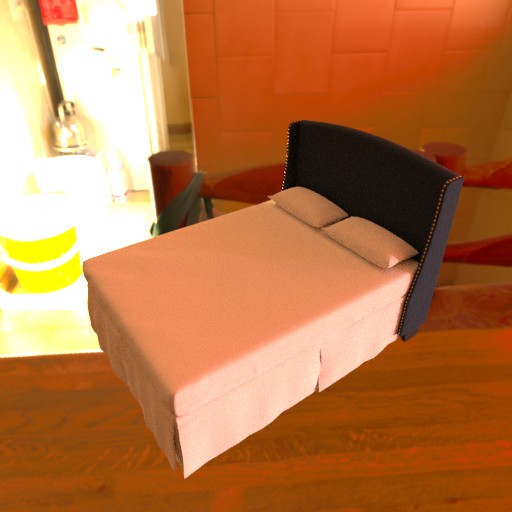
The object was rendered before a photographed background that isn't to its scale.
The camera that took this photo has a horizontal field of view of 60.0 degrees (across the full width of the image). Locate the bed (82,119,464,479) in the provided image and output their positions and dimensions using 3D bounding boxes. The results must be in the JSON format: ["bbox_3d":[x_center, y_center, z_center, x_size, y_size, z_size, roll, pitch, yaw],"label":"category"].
[{"bbox_3d":[0.000,0.000,3.201,2.223,1.402,1.604,-21,38,-29],"label":"bed"}]
